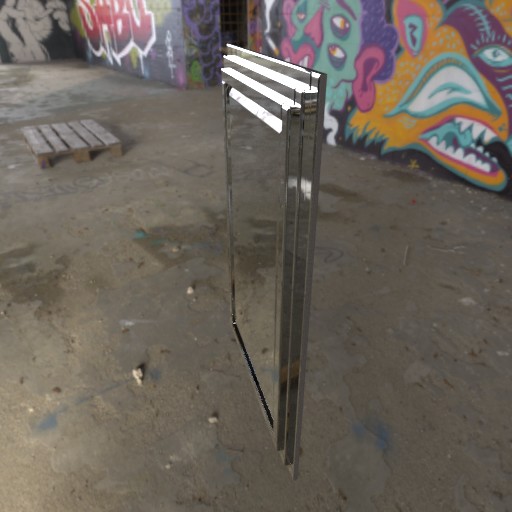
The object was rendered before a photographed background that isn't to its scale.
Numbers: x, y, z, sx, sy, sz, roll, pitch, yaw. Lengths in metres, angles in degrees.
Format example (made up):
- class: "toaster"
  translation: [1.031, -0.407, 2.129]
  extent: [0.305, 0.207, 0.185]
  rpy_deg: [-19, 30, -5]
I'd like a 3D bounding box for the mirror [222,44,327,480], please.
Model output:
- class: "mirror"
  translation: [0.000, 0.000, 1.102]
  extent: [0.039, 0.914, 0.613]
  rpy_deg: [-8, 30, -14]
